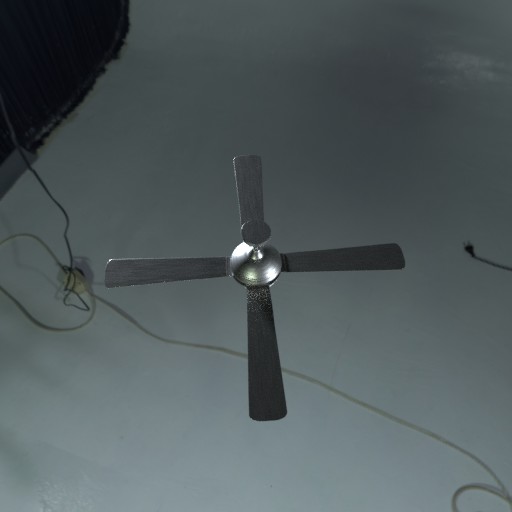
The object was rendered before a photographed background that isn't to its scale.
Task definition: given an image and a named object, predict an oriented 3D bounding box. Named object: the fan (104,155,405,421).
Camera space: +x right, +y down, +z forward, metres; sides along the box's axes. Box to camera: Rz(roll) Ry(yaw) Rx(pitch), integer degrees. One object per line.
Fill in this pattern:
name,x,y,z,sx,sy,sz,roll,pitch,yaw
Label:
fan,0.000,0.000,1.982,1.321,0.381,1.321,14,60,9
